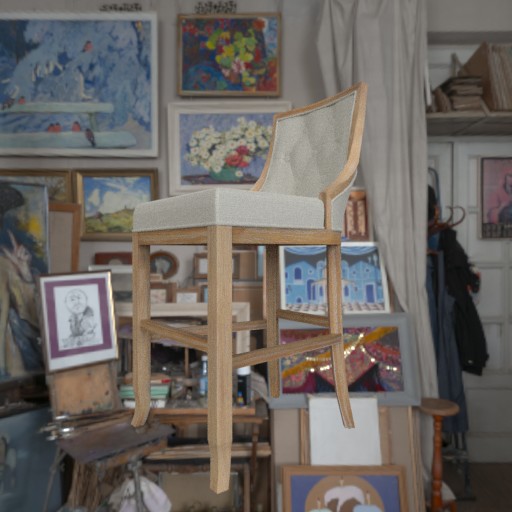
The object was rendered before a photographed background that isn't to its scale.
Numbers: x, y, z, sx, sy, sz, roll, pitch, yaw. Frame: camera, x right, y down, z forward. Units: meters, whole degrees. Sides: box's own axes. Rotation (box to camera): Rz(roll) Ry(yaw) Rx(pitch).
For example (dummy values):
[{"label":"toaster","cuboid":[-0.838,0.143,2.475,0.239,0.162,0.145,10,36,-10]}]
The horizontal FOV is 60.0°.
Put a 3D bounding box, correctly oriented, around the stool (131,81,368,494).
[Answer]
[{"label":"stool","cuboid":[0.000,0.000,1.418,0.626,1.101,0.524,-1,1,-37]}]
